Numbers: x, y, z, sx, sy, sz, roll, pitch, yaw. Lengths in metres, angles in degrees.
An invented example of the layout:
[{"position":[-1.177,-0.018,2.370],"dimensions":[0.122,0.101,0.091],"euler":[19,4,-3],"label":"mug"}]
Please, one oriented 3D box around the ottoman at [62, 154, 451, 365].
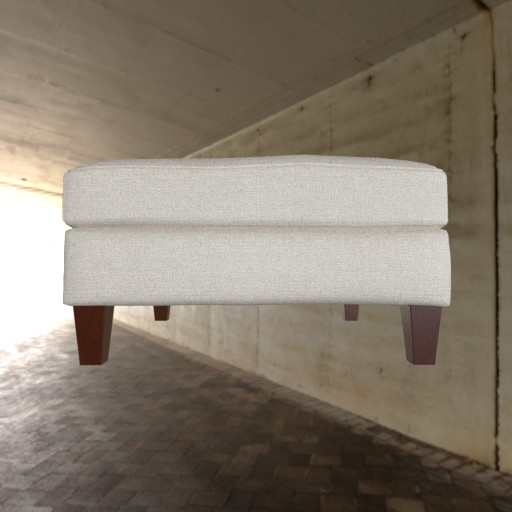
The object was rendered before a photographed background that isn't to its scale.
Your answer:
[{"position":[0.000,0.000,1.332],"dimensions":[0.838,0.478,0.838],"euler":[0,-1,0],"label":"ottoman"}]
